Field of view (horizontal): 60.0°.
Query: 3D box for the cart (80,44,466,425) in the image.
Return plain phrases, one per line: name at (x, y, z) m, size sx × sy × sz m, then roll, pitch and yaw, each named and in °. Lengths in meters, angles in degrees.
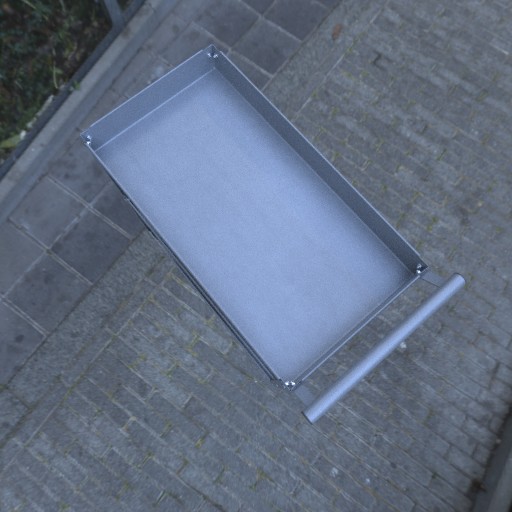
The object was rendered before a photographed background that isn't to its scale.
cart at (0.000, 0.000, 1.189) m, size 0.366 × 0.780 × 0.719 m, roll -39°, pitch 78°, yaw -10°
